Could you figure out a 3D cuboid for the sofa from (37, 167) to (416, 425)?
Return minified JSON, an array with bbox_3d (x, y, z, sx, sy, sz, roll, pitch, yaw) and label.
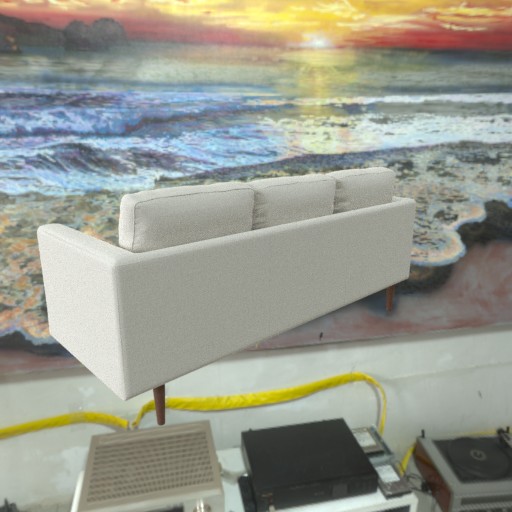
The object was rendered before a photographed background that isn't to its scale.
[{"bbox_3d":[0.000,0.000,2.457,2.029,0.912,0.802,-14,21,-41],"label":"sofa"}]
